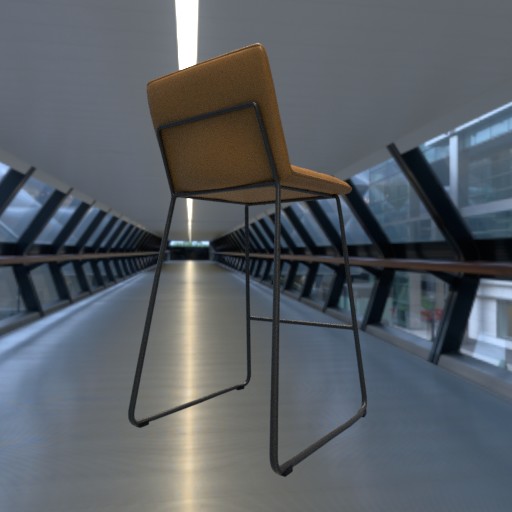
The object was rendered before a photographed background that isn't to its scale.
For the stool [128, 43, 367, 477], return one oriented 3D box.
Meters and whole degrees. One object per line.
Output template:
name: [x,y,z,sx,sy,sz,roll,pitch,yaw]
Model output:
stool: [0.000,0.000,1.265,0.489,0.936,0.524,0,-1,36]
